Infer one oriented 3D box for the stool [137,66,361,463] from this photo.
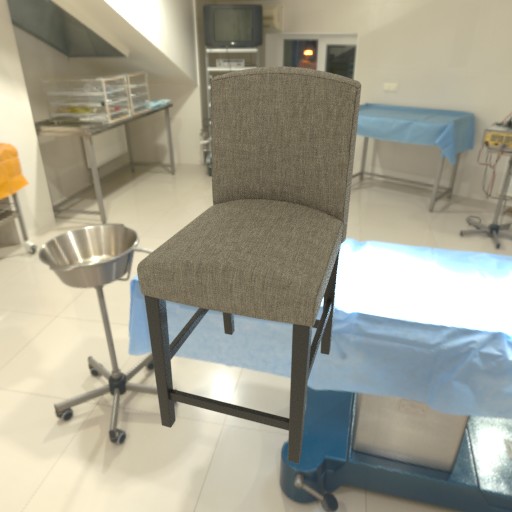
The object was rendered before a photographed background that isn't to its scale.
[{"bbox_3d":[0.000,0.000,1.264,0.451,0.966,0.552,8,28,16],"label":"stool"}]
